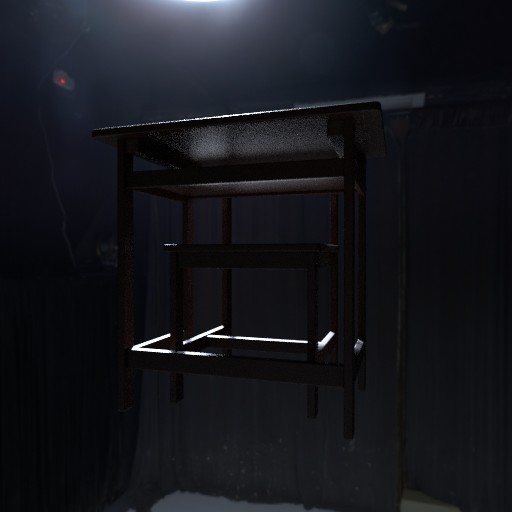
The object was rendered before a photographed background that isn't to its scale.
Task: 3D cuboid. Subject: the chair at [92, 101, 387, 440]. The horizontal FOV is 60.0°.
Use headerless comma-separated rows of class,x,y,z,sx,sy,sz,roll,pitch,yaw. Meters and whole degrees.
chair,0.000,0.000,1.075,0.599,0.673,0.463,0,0,18
